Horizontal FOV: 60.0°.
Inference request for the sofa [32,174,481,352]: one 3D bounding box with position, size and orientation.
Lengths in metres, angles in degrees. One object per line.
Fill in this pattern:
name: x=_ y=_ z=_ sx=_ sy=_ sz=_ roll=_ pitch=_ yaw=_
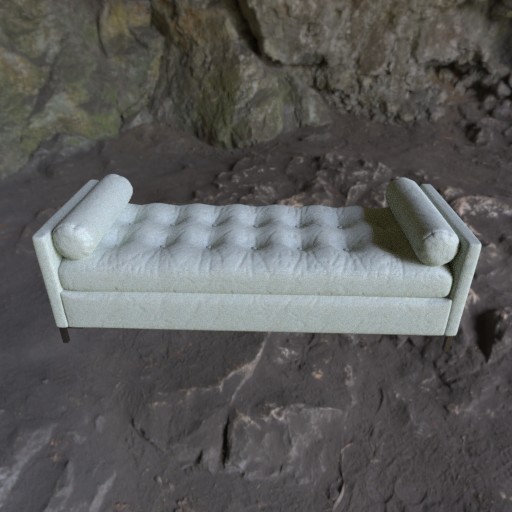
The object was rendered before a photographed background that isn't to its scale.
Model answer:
sofa: x=0.000 y=0.000 z=2.506 sx=2.102 sy=0.705 sz=0.796 roll=1 pitch=30 yaw=2
